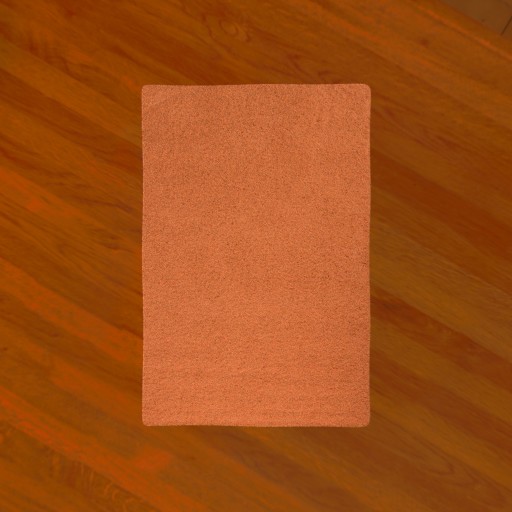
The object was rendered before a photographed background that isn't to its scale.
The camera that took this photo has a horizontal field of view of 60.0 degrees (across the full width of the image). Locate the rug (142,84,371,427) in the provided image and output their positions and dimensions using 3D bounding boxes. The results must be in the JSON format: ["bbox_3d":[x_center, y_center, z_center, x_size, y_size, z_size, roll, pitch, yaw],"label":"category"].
[{"bbox_3d":[0.000,0.000,3.504,1.801,0.024,2.700,0,91,1],"label":"rug"}]
